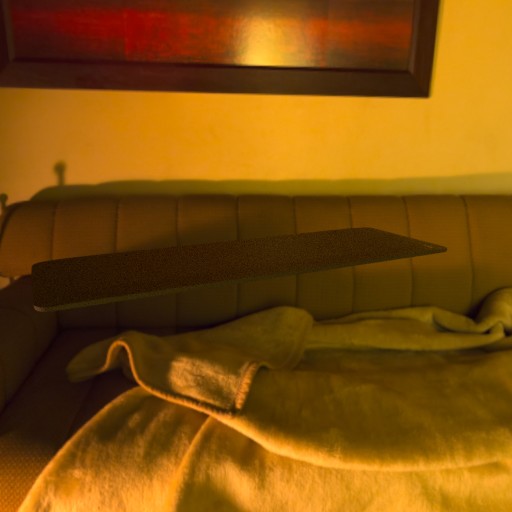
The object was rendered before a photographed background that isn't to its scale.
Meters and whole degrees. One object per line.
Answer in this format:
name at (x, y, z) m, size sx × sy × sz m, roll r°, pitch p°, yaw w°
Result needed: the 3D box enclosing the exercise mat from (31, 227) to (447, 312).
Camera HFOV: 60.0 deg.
exercise mat at (0.000, 0.000, 2.055) m, size 1.869 × 0.021 × 0.616 m, roll -7°, pitch 16°, yaw -25°
